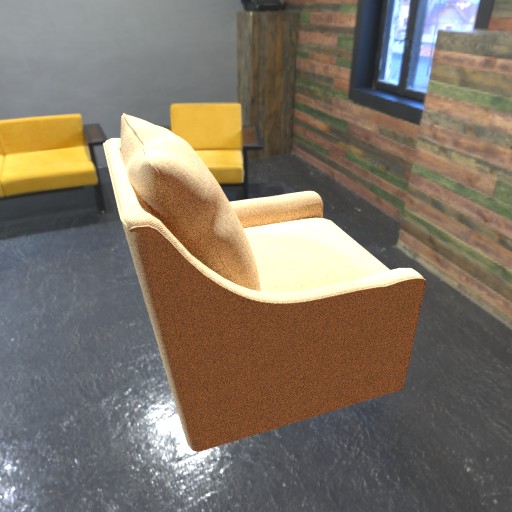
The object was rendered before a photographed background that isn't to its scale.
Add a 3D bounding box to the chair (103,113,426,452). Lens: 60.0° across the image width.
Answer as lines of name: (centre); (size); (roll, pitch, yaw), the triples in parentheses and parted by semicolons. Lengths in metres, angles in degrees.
chair: (0.000, 0.000, 1.555); (0.876, 0.927, 0.760); (-10, 31, -17)
